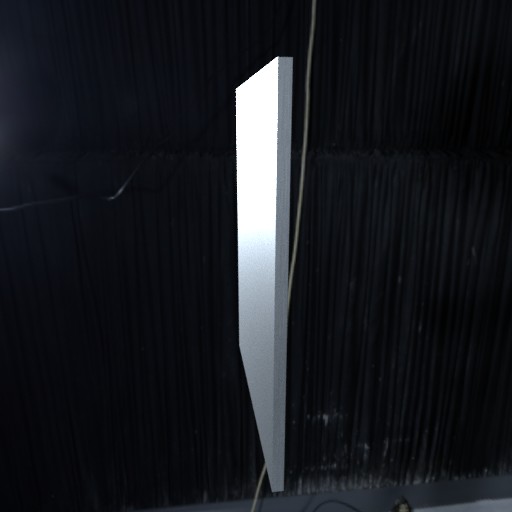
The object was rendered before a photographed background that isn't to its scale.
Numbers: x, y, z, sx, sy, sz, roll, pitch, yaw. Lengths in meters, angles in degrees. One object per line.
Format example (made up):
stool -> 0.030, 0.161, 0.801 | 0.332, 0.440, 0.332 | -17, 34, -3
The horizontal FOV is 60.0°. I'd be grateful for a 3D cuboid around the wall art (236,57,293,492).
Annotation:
wall art -> 0.000, 0.000, 1.399 | 0.030, 1.046, 0.816 | -2, 17, -8
